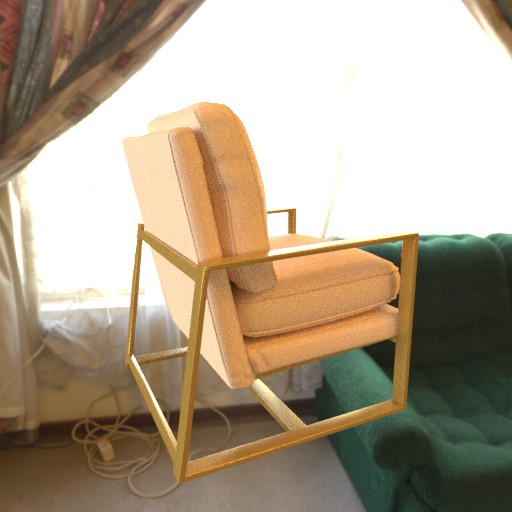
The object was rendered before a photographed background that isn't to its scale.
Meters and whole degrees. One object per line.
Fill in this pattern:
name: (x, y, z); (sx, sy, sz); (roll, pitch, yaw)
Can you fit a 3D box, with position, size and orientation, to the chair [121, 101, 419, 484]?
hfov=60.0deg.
chair: (0.000, 0.000, 1.526); (0.813, 0.956, 0.758); (-6, 14, -25)
